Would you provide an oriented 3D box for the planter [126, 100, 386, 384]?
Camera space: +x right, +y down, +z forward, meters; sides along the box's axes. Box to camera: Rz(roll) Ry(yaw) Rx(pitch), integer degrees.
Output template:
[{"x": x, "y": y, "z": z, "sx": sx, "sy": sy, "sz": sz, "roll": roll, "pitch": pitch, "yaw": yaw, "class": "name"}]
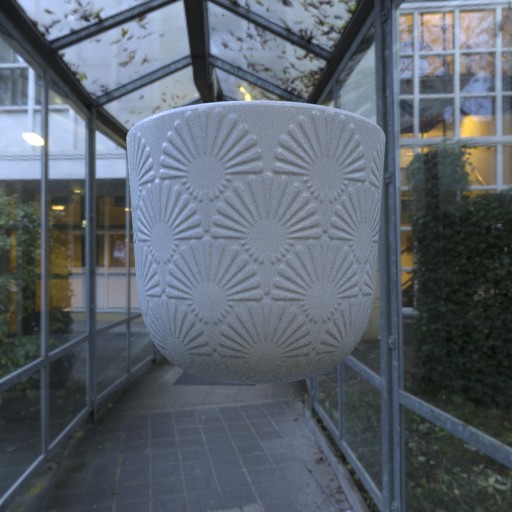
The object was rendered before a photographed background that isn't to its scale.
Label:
[{"x": 0.000, "y": 0.000, "z": 0.301, "sx": 0.170, "sy": 0.152, "sz": 0.170, "roll": 0, "pitch": -1, "yaw": 0, "class": "planter"}]
